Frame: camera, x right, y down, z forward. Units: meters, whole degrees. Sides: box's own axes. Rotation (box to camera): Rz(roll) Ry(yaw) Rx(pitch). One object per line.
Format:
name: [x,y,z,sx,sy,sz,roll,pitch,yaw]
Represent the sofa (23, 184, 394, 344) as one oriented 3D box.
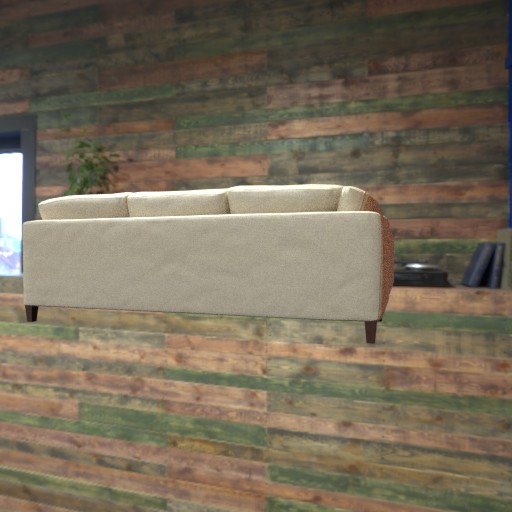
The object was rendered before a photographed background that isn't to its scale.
sofa: [0.000,0.000,4.393,2.593,0.947,3.302,0,1,18]
